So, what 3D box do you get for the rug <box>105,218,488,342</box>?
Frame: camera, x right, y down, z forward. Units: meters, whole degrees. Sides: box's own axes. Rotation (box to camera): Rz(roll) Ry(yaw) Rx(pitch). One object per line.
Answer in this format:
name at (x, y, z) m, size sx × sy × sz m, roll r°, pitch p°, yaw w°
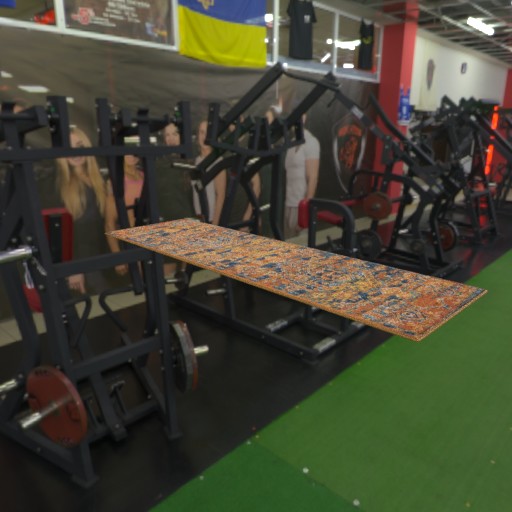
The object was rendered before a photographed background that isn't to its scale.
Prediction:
rug at (0.000, 0.000, 2.029) m, size 1.820 × 0.013 × 0.556 m, roll 16°, pitch 23°, yaw 43°
